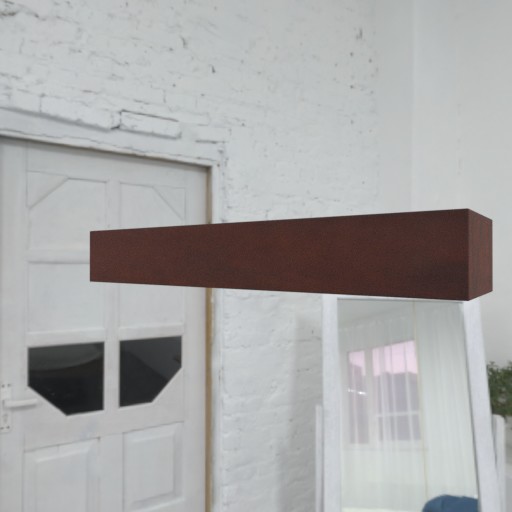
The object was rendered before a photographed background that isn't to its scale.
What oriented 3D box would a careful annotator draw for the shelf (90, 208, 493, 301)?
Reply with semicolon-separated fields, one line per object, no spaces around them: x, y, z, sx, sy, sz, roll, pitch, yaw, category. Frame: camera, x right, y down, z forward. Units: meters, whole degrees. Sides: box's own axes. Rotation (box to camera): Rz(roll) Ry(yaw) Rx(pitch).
0.000;0.000;0.660;0.607;0.088;0.152;0;0;36;shelf
